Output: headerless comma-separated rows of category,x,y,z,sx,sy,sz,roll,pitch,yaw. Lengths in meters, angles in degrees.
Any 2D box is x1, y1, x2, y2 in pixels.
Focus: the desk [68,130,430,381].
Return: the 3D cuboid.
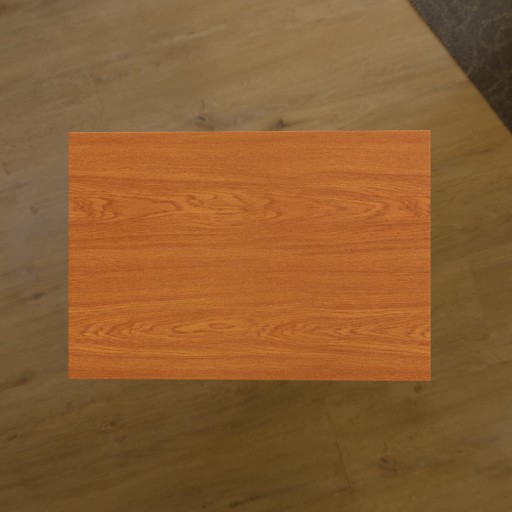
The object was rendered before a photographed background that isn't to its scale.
desk,0.000,0.000,1.085,0.600,0.730,0.404,0,90,1
